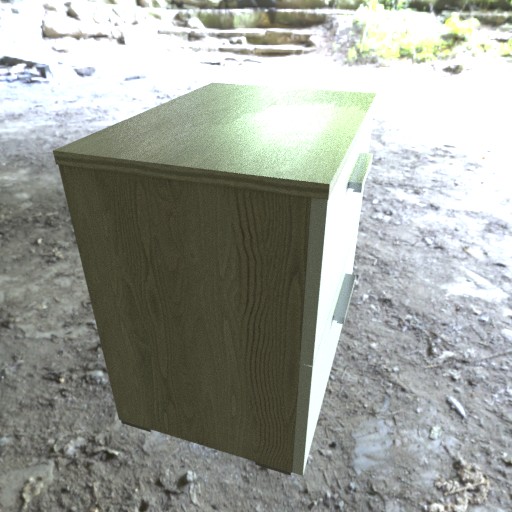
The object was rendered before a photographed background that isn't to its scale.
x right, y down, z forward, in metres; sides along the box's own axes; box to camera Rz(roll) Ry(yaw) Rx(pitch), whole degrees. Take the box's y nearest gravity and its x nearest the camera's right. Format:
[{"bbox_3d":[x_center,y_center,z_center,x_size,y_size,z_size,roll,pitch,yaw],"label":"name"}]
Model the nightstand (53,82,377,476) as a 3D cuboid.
[{"bbox_3d":[0.000,0.000,0.743,0.325,0.461,0.442,10,32,16],"label":"nightstand"}]
